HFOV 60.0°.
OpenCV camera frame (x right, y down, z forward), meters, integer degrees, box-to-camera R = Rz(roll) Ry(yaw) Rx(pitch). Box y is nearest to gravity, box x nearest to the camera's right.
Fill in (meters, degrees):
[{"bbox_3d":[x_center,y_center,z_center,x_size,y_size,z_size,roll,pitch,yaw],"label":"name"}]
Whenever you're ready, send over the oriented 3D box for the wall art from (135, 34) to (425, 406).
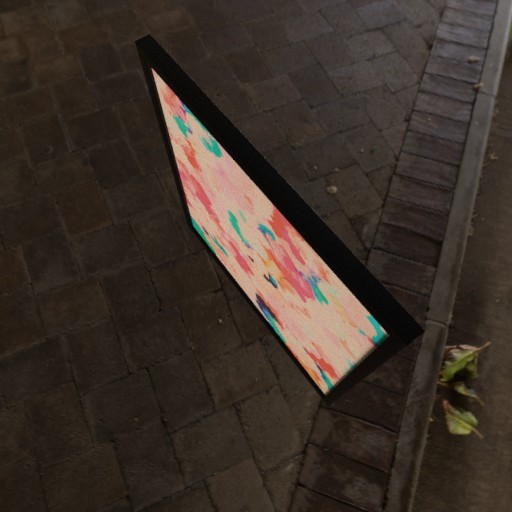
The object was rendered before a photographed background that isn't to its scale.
[{"bbox_3d":[0.000,0.000,1.095,0.036,0.755,0.756,-34,70,-15],"label":"wall art"}]
